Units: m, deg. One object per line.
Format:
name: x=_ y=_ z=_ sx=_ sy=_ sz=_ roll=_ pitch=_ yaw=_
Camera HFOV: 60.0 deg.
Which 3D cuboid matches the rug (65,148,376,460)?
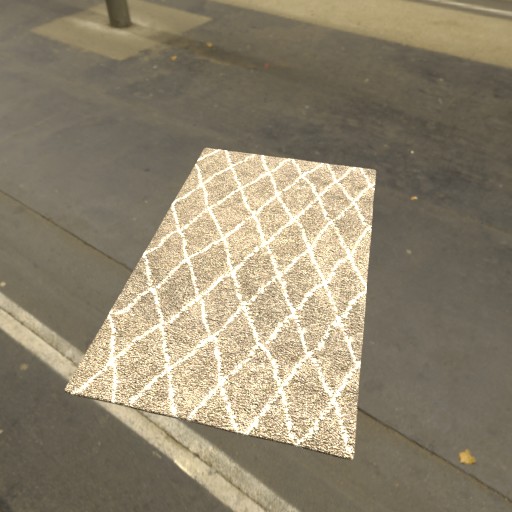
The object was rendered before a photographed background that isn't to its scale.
rug: x=0.000 y=0.000 z=3.057 sx=1.524 sy=0.030 sz=2.438 roll=10 pitch=46 yaw=9
